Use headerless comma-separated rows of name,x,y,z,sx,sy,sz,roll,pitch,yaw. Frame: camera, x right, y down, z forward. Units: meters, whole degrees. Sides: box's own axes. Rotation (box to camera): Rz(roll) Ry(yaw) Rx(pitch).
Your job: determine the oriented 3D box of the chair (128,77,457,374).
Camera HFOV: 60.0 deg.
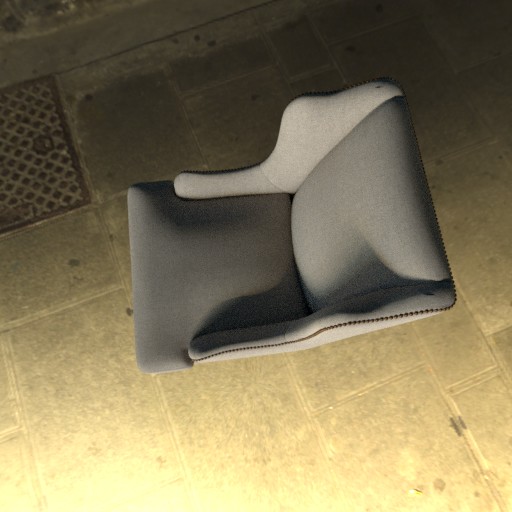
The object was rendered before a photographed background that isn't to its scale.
chair,0.000,0.000,1.630,0.940,1.029,0.737,-7,74,-2
